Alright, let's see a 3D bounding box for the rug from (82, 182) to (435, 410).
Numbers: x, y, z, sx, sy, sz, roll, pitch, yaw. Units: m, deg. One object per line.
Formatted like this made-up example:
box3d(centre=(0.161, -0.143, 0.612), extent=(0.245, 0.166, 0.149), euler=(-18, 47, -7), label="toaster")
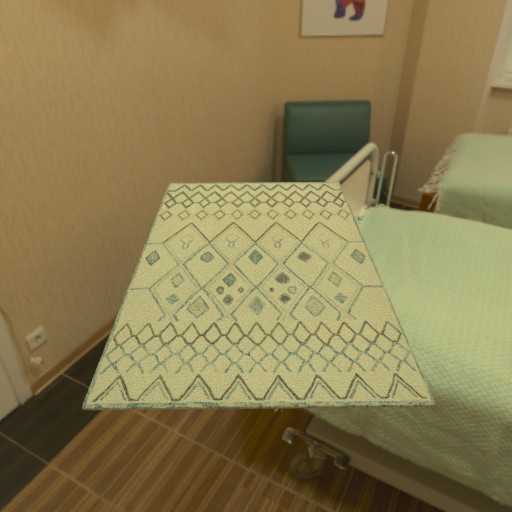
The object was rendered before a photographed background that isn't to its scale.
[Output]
box3d(centre=(0.000, 0.000, 2.931), extent=(1.524, 0.015, 2.439), euler=(0, 32, -1), label="rug")
